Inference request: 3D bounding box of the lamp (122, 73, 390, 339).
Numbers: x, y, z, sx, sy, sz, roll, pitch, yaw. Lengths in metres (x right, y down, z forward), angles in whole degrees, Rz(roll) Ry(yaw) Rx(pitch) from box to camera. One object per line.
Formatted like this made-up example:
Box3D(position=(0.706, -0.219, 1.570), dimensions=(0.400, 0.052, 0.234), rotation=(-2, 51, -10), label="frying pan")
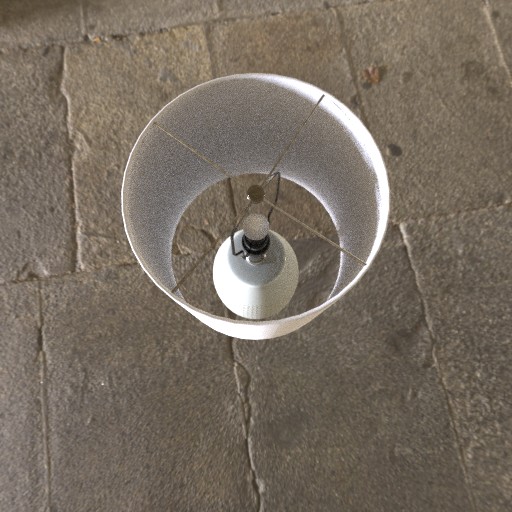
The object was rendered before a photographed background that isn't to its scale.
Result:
Box3D(position=(0.000, 0.000, 0.577), dimensions=(0.217, 0.453, 0.217), rotation=(35, 79, 8), label="lamp")
